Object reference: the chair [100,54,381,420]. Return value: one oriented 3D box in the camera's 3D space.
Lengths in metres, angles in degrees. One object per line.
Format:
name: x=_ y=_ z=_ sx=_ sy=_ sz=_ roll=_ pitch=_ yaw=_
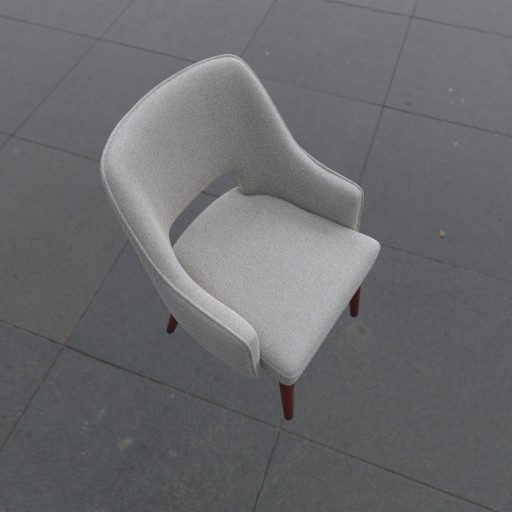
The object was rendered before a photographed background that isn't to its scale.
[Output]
chair: x=0.000 y=0.000 z=1.210 sx=0.580 sy=0.840 sz=0.560 roll=31 pitch=63 yaw=17
